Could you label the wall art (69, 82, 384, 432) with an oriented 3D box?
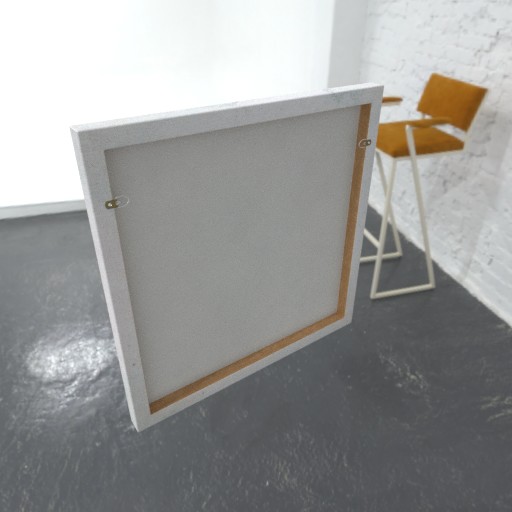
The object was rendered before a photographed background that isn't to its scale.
[{"bbox_3d":[0.000,0.000,0.911,0.612,0.612,0.040,-20,36,-30],"label":"wall art"}]
